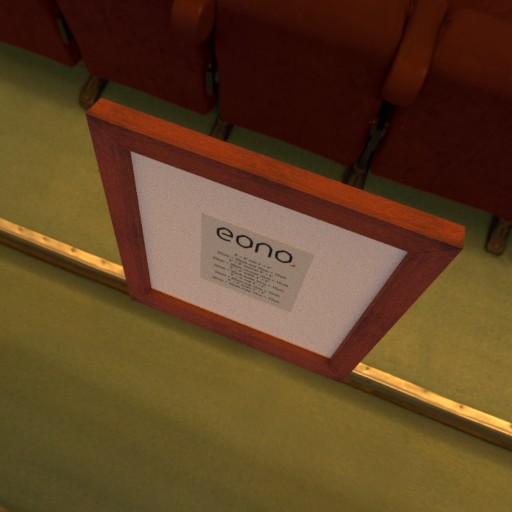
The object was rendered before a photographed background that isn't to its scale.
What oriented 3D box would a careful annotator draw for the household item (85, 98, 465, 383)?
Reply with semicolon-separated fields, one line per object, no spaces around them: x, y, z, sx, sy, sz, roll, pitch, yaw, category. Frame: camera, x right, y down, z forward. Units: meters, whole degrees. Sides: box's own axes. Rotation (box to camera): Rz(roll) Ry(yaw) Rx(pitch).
0.000;0.000;0.374;0.240;0.240;0.131;21;76;6;household item
